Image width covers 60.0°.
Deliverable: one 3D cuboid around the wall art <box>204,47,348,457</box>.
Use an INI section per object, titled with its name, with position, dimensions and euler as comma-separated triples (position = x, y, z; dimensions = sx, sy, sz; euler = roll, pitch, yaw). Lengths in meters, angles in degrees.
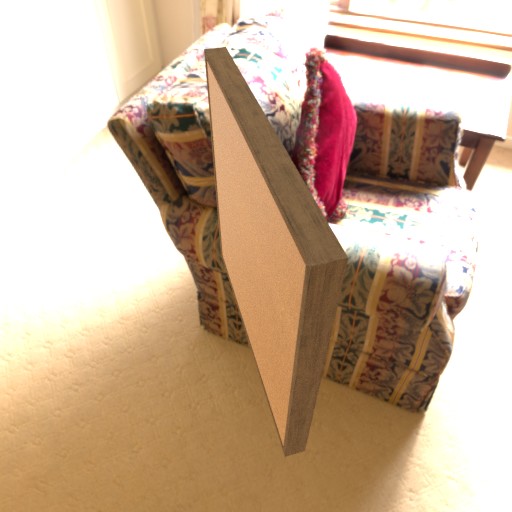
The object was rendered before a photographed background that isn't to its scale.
[wall art]
position = 0.000, 0.000, 0.769
dimensions = 0.038, 0.508, 0.508
euler = -12, 48, -11
